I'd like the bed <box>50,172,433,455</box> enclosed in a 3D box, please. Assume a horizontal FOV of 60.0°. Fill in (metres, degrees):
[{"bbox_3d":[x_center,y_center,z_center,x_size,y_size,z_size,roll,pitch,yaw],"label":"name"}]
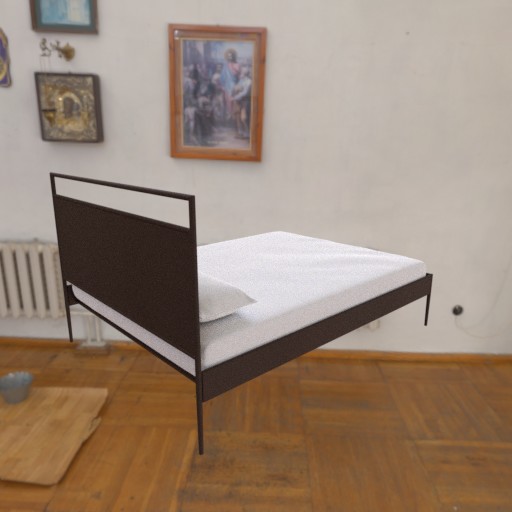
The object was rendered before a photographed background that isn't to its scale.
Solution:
[{"bbox_3d":[0.000,0.000,3.096,2.122,1.173,1.572,-13,20,-41],"label":"bed"}]
